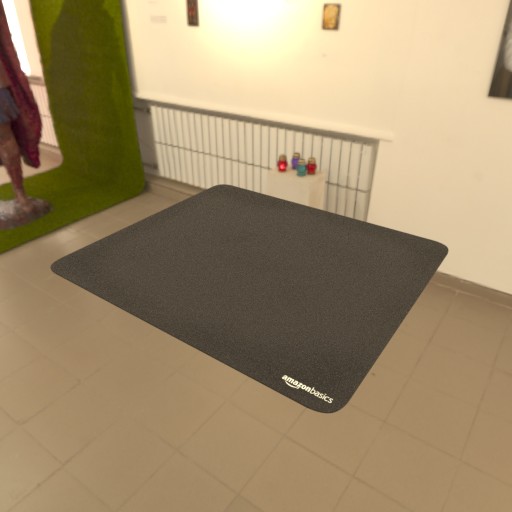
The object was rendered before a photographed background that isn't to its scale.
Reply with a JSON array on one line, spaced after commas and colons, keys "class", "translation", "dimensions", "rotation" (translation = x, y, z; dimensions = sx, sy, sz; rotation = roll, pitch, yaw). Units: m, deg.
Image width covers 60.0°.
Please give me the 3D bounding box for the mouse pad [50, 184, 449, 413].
[{"class": "mouse pad", "translation": [0.000, 0.000, 0.644], "dimensions": [0.451, 0.002, 0.393], "rotation": [20, 36, 30]}]
